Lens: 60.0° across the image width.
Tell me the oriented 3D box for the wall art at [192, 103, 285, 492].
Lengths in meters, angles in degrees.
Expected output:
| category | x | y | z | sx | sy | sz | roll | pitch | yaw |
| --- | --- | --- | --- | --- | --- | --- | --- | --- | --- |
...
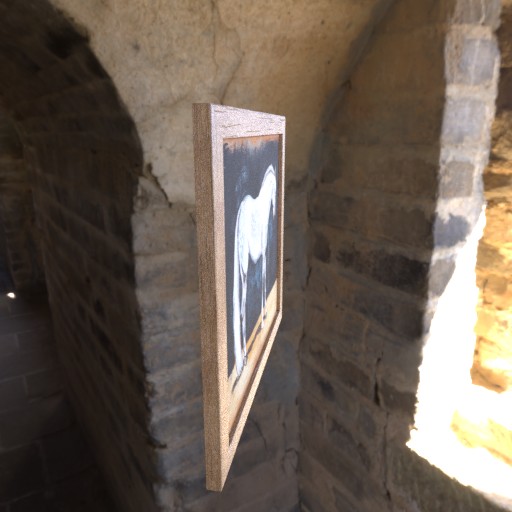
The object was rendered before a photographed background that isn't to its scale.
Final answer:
| category | x | y | z | sx | sy | sz | roll | pitch | yaw |
| --- | --- | --- | --- | --- | --- | --- | --- | --- | --- |
| wall art | 0.000 | 0.000 | 0.953 | 0.026 | 0.588 | 0.690 | 3 | 16 | 11 |
